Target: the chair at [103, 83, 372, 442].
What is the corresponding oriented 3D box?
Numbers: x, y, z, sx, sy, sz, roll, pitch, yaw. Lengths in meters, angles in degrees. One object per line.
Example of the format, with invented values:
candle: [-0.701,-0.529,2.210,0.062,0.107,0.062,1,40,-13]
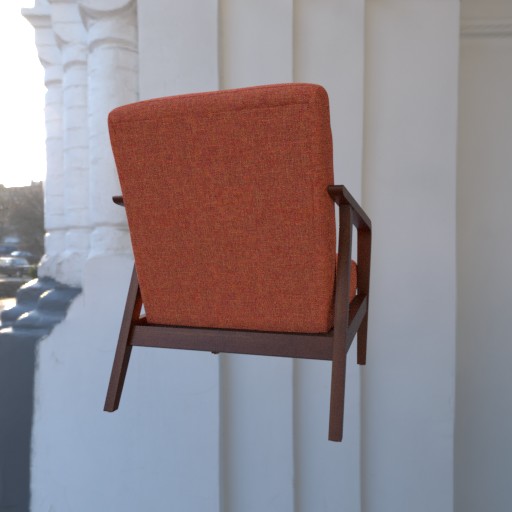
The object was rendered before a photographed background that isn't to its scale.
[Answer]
chair: [0.000,0.000,1.511,0.719,0.890,0.860,0,0,18]
